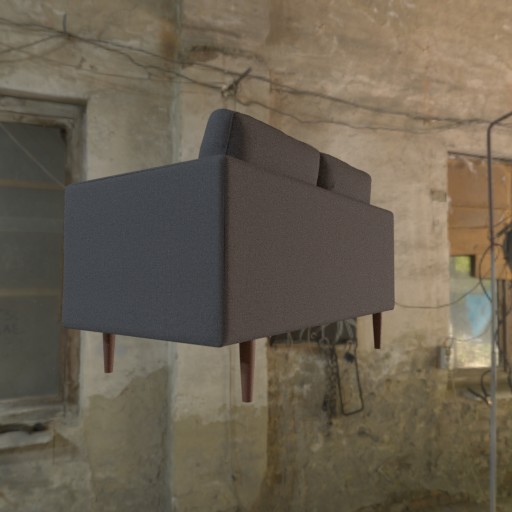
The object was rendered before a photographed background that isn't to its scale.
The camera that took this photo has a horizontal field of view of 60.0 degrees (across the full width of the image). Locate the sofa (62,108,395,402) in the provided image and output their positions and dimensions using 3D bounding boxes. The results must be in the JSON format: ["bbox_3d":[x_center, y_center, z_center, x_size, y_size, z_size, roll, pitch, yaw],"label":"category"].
[{"bbox_3d":[0.000,0.000,1.982,0.796,0.908,1.430,-1,-2,35],"label":"sofa"}]
